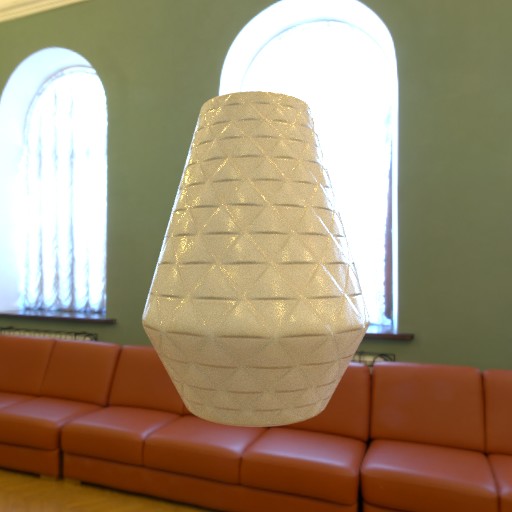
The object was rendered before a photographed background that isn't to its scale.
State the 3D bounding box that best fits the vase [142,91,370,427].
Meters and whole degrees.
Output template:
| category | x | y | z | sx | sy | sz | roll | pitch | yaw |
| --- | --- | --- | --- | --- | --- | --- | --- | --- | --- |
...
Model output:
| category | x | y | z | sx | sy | sz | roll | pitch | yaw |
| --- | --- | --- | --- | --- | --- | --- | --- | --- | --- |
| vase | 0.000 | 0.000 | 0.352 | 0.175 | 0.230 | 0.175 | 0 | -1 | 0 |
